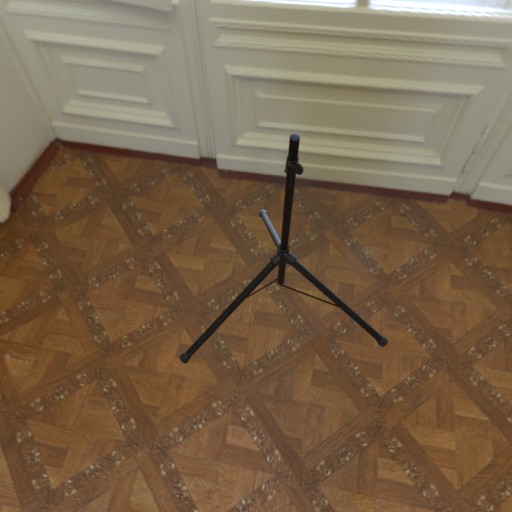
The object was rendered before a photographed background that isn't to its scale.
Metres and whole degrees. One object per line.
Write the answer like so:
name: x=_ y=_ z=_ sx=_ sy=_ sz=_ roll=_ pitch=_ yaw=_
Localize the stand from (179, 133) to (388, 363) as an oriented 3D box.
stand: x=0.000 y=0.000 z=1.846 sx=0.907 sy=1.136 sz=1.045 roll=-31 pitch=63 yaw=-18
